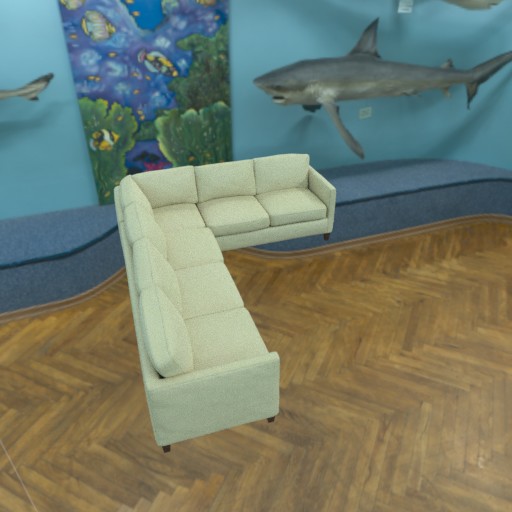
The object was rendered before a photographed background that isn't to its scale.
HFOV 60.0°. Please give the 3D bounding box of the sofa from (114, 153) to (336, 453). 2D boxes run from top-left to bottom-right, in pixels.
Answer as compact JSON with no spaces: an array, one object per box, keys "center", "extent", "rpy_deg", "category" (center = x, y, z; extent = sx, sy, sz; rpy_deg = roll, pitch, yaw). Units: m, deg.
[{"center":[0.000,0.000,4.544],"extent":[2.593,0.947,3.302],"rpy_deg":[-10,35,-15],"category":"sofa"}]
